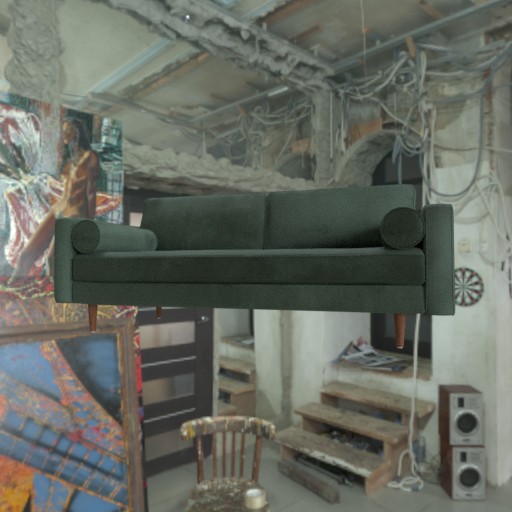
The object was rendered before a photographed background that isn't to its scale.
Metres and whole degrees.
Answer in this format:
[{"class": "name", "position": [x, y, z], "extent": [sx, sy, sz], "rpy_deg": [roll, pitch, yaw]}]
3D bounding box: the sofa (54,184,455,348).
[{"class": "sofa", "position": [0.000, 0.000, 2.373], "extent": [1.880, 0.772, 0.916], "rpy_deg": [-1, -2, 17]}]
